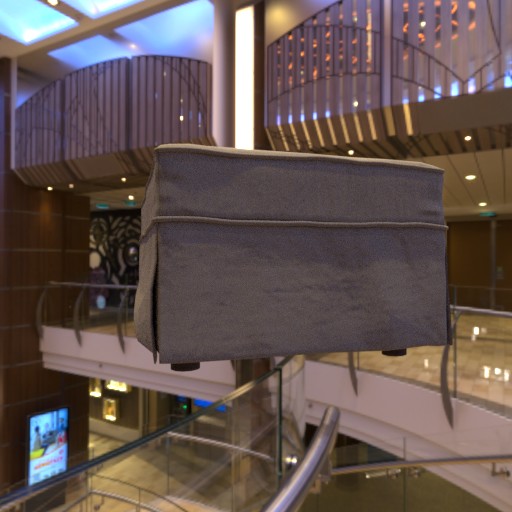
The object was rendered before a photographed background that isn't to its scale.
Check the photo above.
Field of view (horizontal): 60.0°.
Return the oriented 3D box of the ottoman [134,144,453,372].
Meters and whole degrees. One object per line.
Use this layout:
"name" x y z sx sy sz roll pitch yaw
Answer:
"ottoman" 0.000 0.000 1.325 0.703 0.479 0.944 0 -1 -16
